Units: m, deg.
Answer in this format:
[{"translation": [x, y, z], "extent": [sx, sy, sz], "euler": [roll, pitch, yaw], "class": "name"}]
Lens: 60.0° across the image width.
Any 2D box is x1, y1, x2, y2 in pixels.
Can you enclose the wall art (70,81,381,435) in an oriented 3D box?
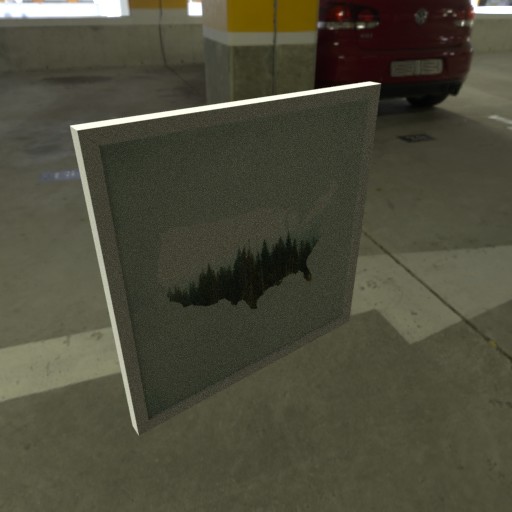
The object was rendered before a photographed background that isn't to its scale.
[{"translation": [0.000, 0.000, 1.130], "extent": [0.762, 0.762, 0.038], "euler": [-21, 36, -31], "class": "wall art"}]
